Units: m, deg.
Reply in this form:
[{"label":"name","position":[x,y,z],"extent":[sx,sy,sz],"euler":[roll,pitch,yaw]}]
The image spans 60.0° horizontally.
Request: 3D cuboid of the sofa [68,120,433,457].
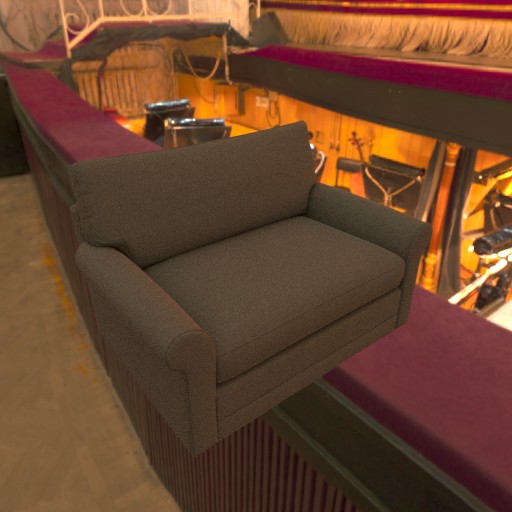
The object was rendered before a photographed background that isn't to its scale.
[{"label":"sofa","position":[0.000,0.000,2.037],"extent":[1.410,0.953,0.940],"euler":[-21,35,-33]}]
